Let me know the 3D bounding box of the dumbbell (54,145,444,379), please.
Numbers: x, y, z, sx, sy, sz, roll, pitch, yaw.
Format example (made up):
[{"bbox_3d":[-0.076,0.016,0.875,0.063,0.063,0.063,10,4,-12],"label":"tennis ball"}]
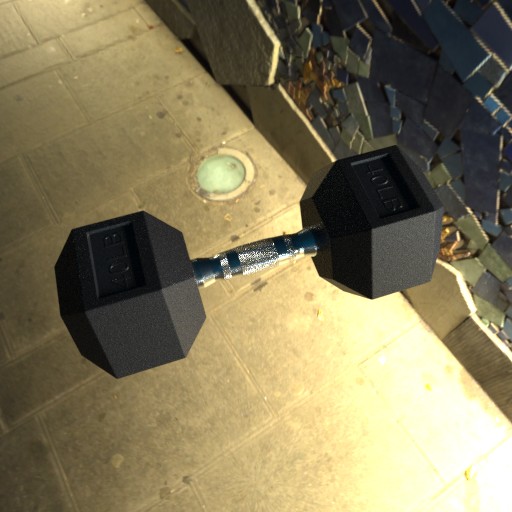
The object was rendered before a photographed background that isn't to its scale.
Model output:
[{"bbox_3d":[0.000,0.000,0.445,0.361,0.137,0.157,-16,64,-8],"label":"dumbbell"}]
